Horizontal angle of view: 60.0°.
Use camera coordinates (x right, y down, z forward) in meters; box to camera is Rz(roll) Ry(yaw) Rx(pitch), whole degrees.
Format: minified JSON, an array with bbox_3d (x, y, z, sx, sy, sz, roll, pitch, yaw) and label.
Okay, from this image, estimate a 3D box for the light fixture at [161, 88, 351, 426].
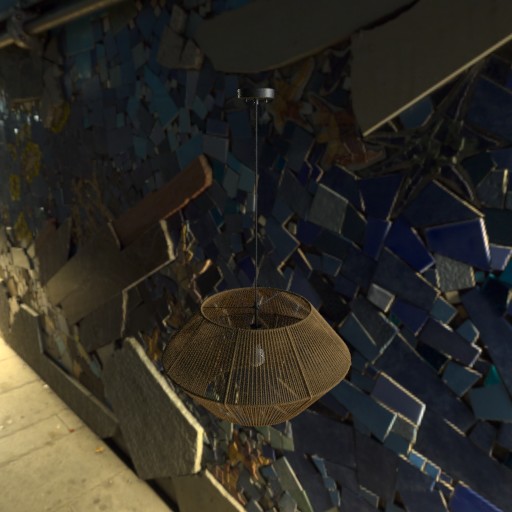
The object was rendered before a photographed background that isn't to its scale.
[{"bbox_3d":[0.000,0.000,1.432,0.643,1.009,0.643,0,16,0],"label":"light fixture"}]
